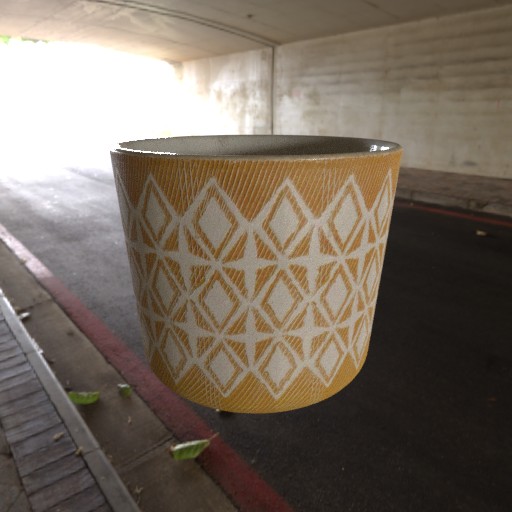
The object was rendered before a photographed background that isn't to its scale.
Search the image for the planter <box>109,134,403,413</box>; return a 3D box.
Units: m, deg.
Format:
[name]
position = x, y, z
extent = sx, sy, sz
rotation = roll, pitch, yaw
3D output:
[planter]
position = 0.000, 0.000, 0.331
extent = 0.193, 0.165, 0.193
rotation = 0, 18, 0
